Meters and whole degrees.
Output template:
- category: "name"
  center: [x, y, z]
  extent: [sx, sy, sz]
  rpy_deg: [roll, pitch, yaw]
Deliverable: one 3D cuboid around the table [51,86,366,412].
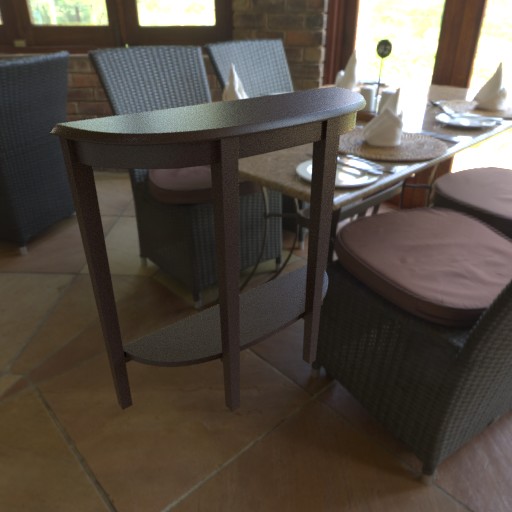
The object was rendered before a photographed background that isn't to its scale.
- category: "table"
  center: [0.000, 0.000, 1.296]
  extent: [0.909, 0.831, 0.274]
  rpy_deg: [-21, 35, -34]
